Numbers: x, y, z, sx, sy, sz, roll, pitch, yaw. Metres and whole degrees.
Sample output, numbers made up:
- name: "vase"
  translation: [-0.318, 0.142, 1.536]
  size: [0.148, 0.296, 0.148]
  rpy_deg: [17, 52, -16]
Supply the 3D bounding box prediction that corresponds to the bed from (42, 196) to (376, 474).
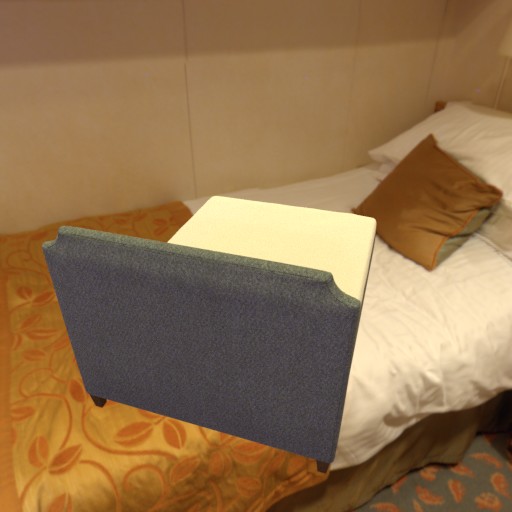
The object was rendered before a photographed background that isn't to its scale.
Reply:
- name: "bed"
  translation: [0.000, 0.000, 3.415]
  size: [1.712, 1.443, 2.372]
  rpy_deg: [10, 34, 15]
